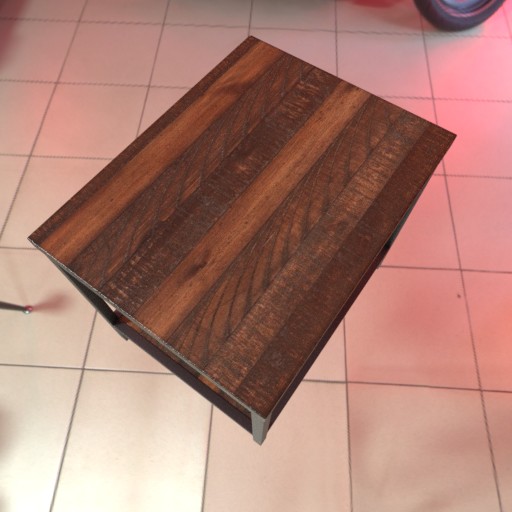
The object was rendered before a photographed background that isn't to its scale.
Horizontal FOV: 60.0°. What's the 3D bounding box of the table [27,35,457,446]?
[{"bbox_3d":[0.000,0.000,1.121,0.524,0.612,0.678,33,68,15],"label":"table"}]
